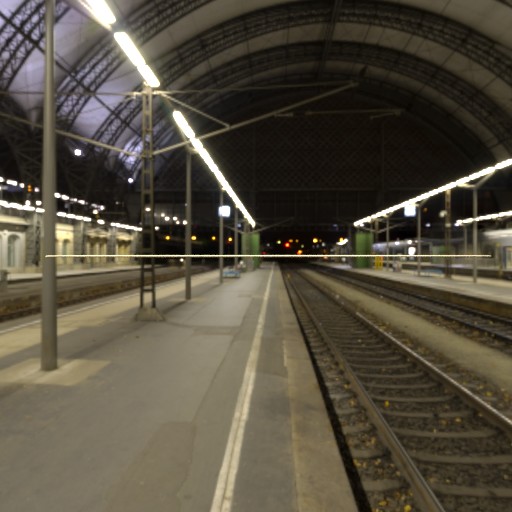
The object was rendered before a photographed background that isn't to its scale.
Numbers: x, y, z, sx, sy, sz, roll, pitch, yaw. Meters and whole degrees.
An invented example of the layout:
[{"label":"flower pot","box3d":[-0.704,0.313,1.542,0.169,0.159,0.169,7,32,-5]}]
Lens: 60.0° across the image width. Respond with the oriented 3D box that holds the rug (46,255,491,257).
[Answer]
[{"label":"rug","box3d":[0.000,0.000,2.300,1.850,0.006,1.234,0,0,-19]}]
